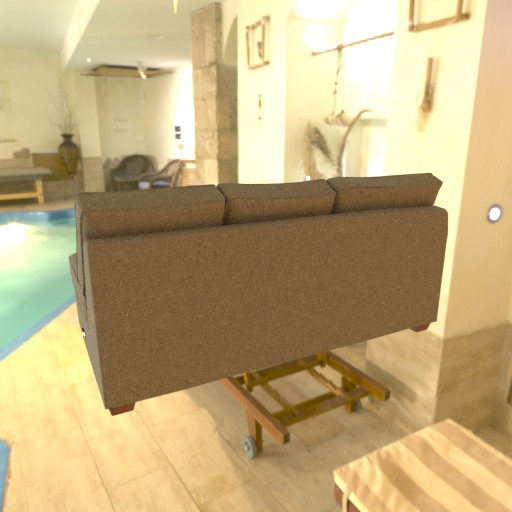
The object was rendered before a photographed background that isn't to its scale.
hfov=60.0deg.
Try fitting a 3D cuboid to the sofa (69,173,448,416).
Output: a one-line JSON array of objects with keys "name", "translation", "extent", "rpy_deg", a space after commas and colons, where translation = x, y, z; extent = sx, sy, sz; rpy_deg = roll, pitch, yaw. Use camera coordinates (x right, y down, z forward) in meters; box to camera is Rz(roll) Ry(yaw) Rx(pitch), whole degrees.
[{"name": "sofa", "translation": [0.000, 0.000, 2.568], "extent": [1.963, 0.946, 1.034], "rpy_deg": [-8, 18, -26]}]
